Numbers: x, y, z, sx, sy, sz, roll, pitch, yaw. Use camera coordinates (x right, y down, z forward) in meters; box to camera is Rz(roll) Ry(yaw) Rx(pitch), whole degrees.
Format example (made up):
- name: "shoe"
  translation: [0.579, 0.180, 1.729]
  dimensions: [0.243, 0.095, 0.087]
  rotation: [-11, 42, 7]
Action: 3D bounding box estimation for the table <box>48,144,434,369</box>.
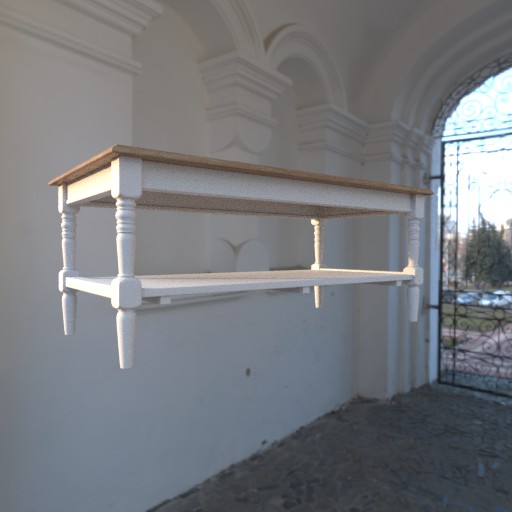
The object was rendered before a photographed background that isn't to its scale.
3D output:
- name: "table"
  translation: [0.000, 0.000, 1.425]
  dimensions: [1.118, 0.458, 0.559]
  rotation: [-1, 1, -37]
